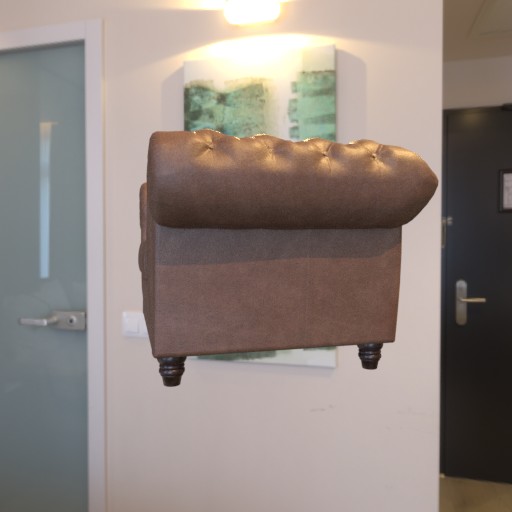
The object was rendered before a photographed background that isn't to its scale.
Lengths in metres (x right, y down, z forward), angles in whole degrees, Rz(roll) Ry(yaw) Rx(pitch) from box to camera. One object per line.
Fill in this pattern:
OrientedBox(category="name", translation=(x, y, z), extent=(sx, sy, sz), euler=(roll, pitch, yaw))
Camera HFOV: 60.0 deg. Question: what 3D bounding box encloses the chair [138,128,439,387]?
OrientedBox(category="chair", translation=(0.000, 0.000, 1.881), extent=(0.954, 0.784, 1.298), euler=(0, 1, -16))
